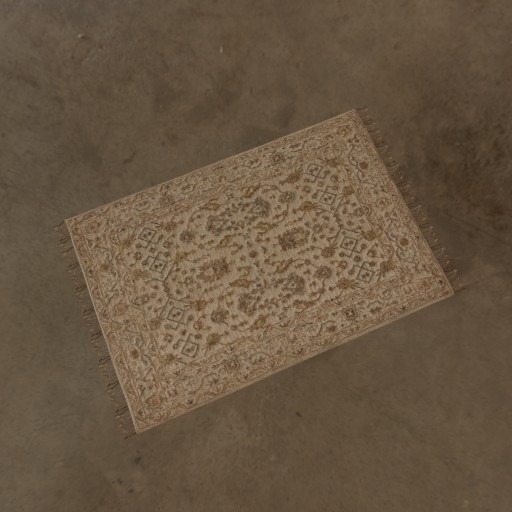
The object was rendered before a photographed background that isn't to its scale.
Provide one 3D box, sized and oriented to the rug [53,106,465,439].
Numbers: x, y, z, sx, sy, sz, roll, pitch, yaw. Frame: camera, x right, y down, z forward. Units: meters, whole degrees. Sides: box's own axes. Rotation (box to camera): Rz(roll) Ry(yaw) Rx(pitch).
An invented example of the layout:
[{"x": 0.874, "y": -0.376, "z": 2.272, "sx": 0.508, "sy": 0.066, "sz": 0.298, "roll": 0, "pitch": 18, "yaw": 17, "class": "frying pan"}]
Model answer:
[{"x": 0.000, "y": 0.000, "z": 3.027, "sx": 2.434, "sy": 0.027, "sz": 1.529, "roll": -22, "pitch": 76, "yaw": -6, "class": "rug"}]
